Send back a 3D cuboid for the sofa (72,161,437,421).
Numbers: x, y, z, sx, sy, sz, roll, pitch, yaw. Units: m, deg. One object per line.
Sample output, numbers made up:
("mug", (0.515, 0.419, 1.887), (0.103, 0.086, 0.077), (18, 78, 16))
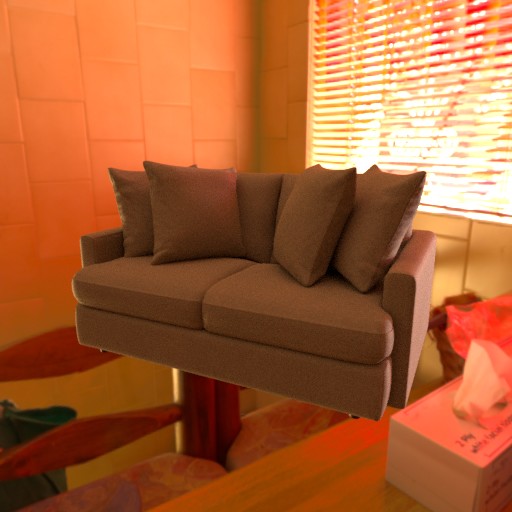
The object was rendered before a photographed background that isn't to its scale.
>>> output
("sofa", (0.000, 0.000, 2.586), (1.869, 1.080, 1.228), (7, 16, 25))
